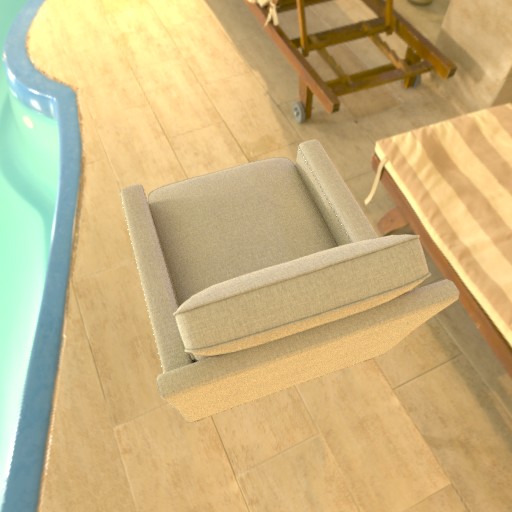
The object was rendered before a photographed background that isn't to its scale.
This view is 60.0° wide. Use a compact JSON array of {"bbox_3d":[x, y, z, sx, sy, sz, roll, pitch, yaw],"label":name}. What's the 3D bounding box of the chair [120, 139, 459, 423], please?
[{"bbox_3d":[0.000,0.000,1.673,0.853,0.943,1.014,-16,59,-10],"label":"chair"}]
